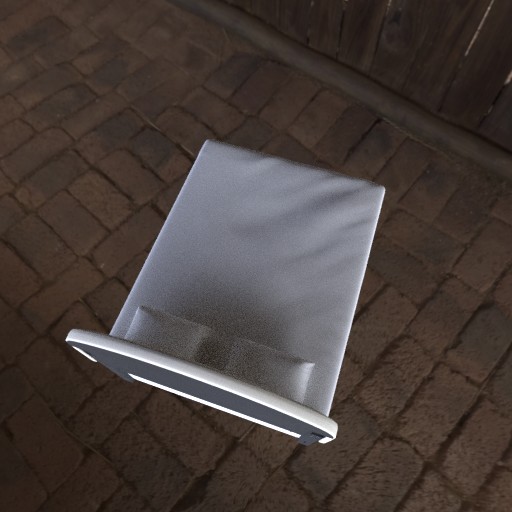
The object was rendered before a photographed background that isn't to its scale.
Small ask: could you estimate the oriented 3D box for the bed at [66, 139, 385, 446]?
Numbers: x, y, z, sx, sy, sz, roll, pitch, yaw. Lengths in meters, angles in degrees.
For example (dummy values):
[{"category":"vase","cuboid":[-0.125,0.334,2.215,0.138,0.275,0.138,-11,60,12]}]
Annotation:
[{"category":"bed","cuboid":[0.000,0.000,3.056,1.607,1.410,2.005,17,65,8]}]
